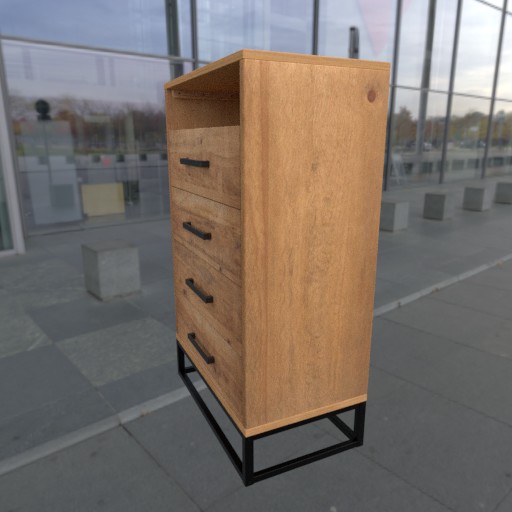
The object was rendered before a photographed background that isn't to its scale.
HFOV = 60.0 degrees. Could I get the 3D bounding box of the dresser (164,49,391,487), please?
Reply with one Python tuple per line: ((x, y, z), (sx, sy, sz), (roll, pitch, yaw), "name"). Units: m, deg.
((0.000, 0.000, 1.622), (0.479, 1.240, 0.761), (-7, 16, -25), "dresser")
